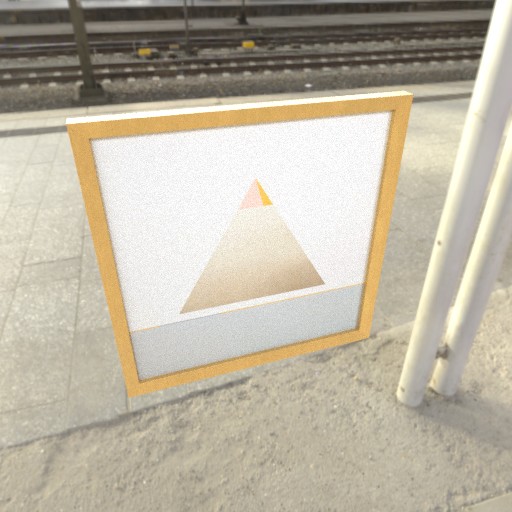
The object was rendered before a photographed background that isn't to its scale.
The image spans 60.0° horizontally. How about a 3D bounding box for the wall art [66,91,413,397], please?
[{"bbox_3d":[0.000,0.000,2.924,1.935,1.936,0.097,-10,34,-16],"label":"wall art"}]
